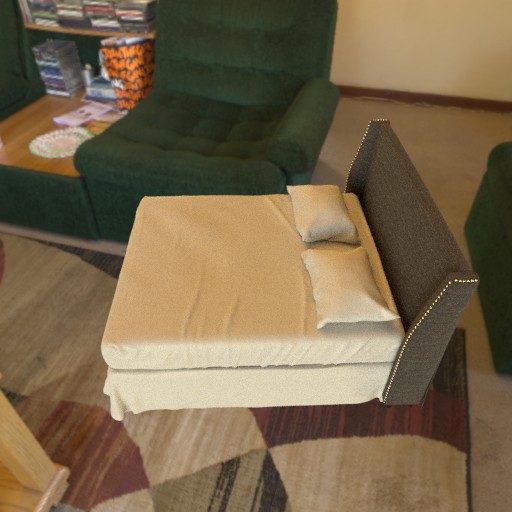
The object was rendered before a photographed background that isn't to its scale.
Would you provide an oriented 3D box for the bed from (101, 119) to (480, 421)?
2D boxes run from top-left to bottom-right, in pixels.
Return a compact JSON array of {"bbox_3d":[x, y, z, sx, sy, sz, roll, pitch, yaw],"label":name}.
[{"bbox_3d":[0.000,0.000,3.381,2.276,1.332,1.925,-1,42,-1],"label":"bed"}]
